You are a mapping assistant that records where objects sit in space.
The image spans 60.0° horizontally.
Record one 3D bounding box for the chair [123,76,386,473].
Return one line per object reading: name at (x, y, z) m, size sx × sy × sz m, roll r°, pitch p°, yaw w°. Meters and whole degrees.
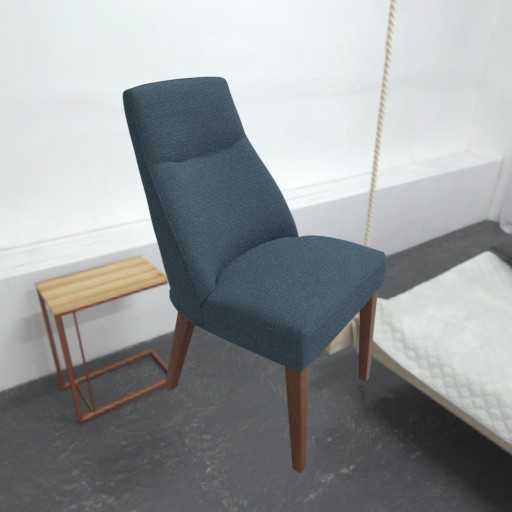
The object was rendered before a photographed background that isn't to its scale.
chair at (0.000, 0.000, 1.288) m, size 0.620 × 0.930 × 0.500 m, roll 18°, pitch 32°, yaw 31°
